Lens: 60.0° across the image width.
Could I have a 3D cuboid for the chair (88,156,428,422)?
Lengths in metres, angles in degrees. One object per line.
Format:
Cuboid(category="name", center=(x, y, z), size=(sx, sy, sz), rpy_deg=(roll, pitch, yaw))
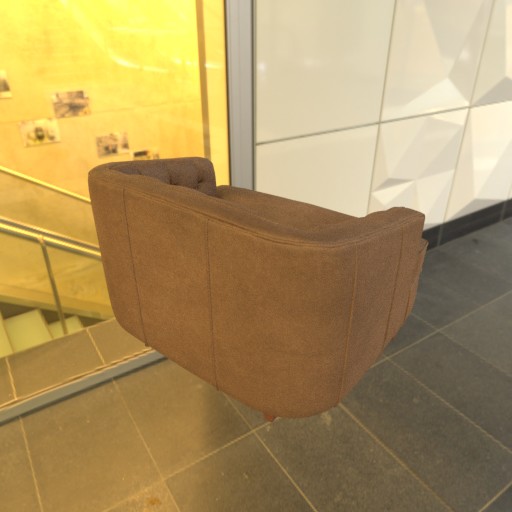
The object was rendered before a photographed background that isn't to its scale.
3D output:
Cuboid(category="chair", center=(0.000, 0.000, 1.764), size=(1.118, 0.787, 0.914), rpy_deg=(20, 35, 32))
